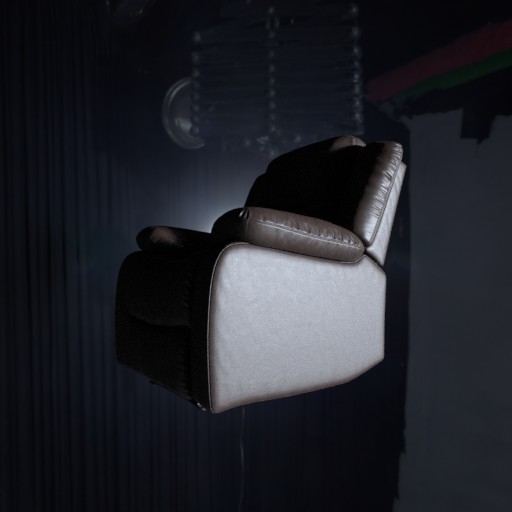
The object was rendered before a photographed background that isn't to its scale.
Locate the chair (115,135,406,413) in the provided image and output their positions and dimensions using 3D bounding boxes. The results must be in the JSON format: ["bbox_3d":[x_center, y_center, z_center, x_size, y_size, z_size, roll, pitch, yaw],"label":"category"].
[{"bbox_3d":[0.000,0.000,1.801,0.934,1.009,0.899,1,-2,-36],"label":"chair"}]
